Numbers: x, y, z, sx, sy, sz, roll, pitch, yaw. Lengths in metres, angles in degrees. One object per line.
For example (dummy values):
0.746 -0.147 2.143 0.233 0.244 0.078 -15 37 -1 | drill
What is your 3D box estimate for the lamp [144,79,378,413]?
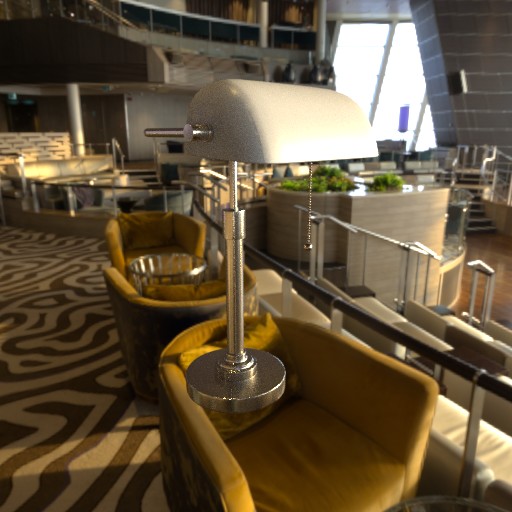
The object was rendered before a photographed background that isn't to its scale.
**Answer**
0.000 0.000 0.565 0.269 0.404 0.227 -15 21 -43 | lamp
